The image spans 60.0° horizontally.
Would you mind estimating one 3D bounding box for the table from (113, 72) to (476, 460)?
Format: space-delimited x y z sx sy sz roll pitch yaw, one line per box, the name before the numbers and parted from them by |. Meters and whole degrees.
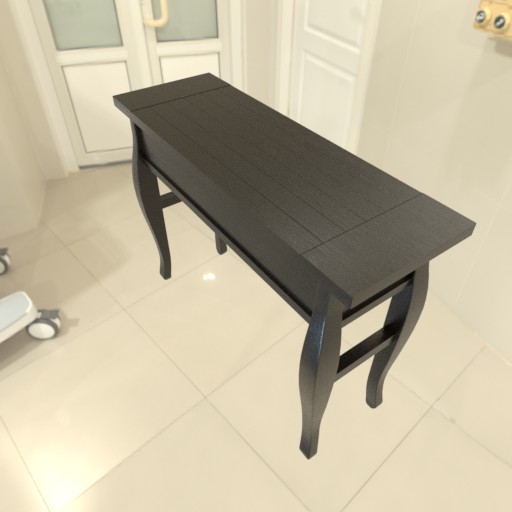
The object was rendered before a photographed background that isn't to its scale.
table | 0.000 0.000 1.411 0.373 0.768 1.062 -26 48 -26
